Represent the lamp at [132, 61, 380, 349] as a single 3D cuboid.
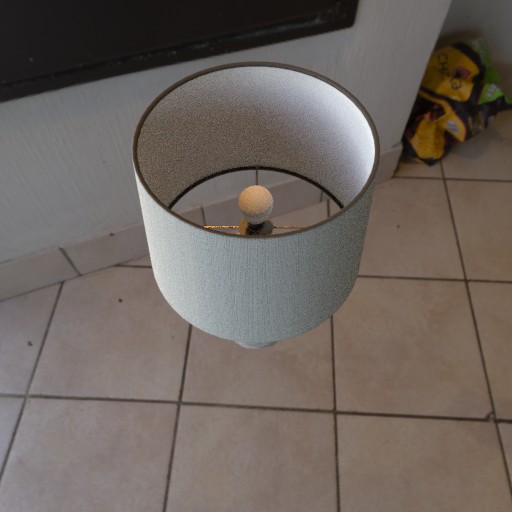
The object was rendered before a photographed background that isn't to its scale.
[{"bbox_3d":[0.000,0.000,0.836,0.376,0.594,0.376,0,58,0],"label":"lamp"}]
